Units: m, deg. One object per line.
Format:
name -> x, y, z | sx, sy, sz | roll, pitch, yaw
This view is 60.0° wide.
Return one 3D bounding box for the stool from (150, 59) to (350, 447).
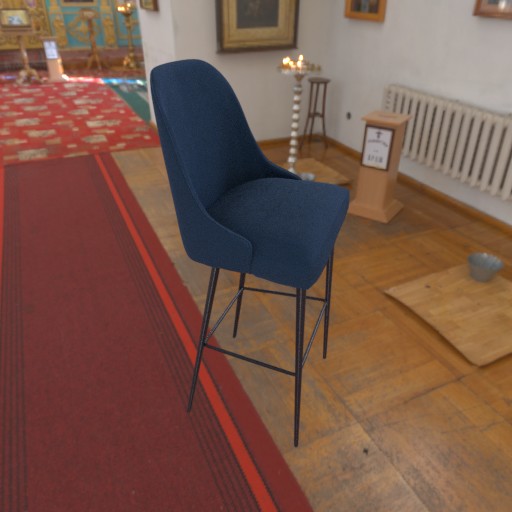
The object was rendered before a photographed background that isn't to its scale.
stool -> 0.000, 0.000, 1.363 | 0.489, 1.079, 0.527 | 10, 31, 17
